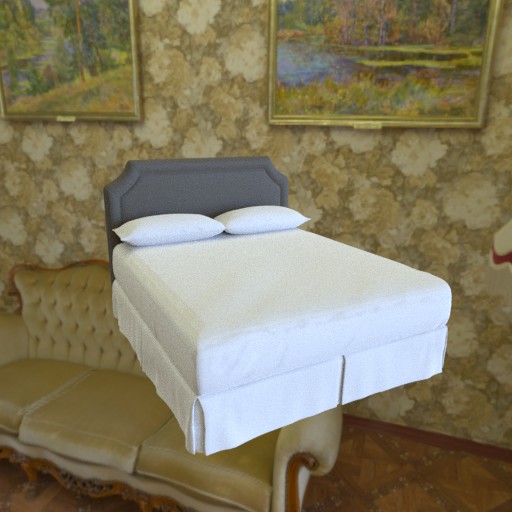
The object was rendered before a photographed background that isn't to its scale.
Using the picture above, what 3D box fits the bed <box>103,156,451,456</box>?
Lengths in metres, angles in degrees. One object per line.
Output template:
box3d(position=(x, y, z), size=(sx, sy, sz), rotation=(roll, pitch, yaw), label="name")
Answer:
box3d(position=(0.000, 0.000, 3.901), size=(2.194, 1.561, 2.536), rotation=(-8, 18, -27), label="bed")
